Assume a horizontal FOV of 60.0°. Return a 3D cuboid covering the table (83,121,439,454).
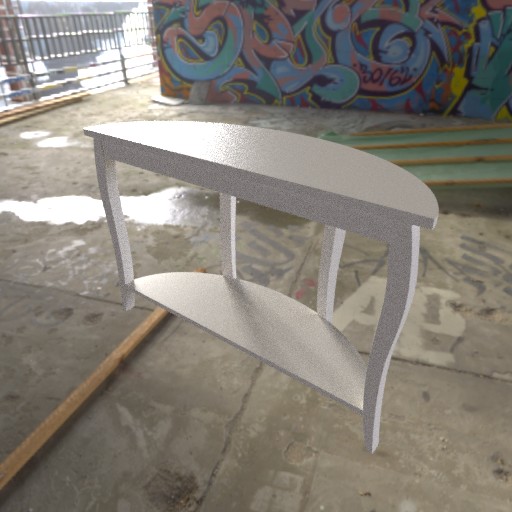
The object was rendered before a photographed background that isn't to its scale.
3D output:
[{"bbox_3d":[0.000,0.000,1.555,1.219,0.780,0.394,21,36,32],"label":"table"}]
